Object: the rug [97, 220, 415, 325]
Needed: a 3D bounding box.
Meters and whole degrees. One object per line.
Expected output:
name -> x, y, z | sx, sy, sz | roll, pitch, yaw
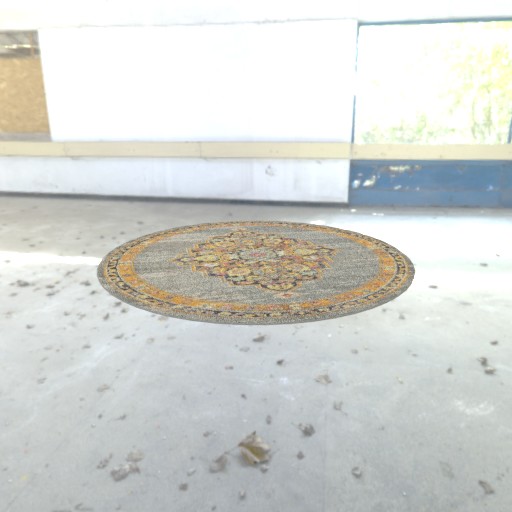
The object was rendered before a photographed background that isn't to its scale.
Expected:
rug -> 0.000, 0.000, 3.500 | 2.382, 0.014, 2.382 | 0, 18, 0
